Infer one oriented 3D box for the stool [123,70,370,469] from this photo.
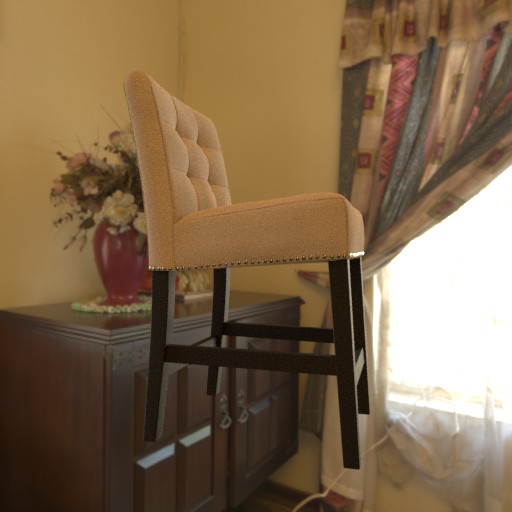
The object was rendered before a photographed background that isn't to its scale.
[{"bbox_3d":[0.000,0.000,1.173,0.571,0.885,0.427,0,1,18],"label":"stool"}]
